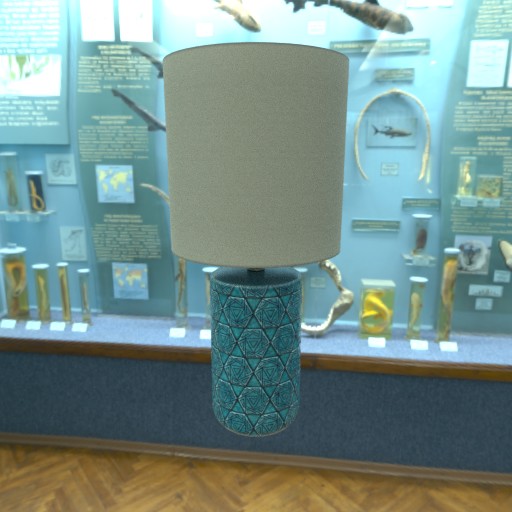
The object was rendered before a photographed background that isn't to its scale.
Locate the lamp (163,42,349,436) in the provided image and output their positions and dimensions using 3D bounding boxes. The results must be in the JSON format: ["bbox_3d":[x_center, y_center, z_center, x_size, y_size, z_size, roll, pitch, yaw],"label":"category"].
[{"bbox_3d":[0.000,0.000,0.740,0.278,0.597,0.278,2,13,8],"label":"lamp"}]
